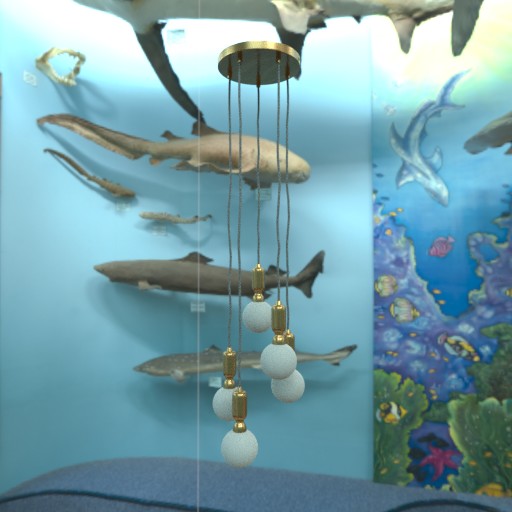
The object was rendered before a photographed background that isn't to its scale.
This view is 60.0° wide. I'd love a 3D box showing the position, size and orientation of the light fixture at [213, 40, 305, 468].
[{"bbox_3d":[0.000,0.000,0.515,0.105,0.457,0.108,0,-1,18],"label":"light fixture"}]
